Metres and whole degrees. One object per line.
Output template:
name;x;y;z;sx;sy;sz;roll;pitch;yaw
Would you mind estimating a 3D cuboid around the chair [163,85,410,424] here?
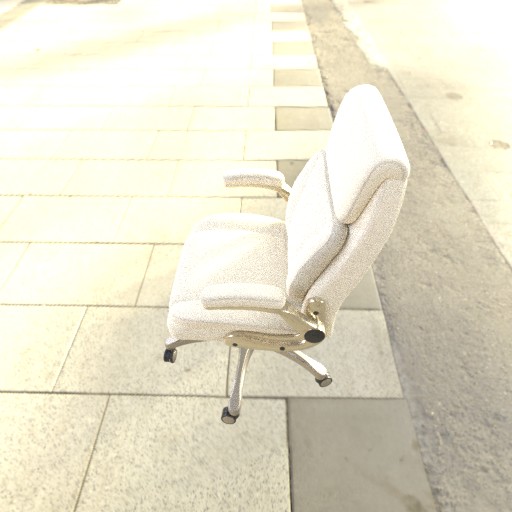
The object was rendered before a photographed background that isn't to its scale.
chair;0.000;0.000;1.615;0.794;1.110;0.740;-1;41;-1
